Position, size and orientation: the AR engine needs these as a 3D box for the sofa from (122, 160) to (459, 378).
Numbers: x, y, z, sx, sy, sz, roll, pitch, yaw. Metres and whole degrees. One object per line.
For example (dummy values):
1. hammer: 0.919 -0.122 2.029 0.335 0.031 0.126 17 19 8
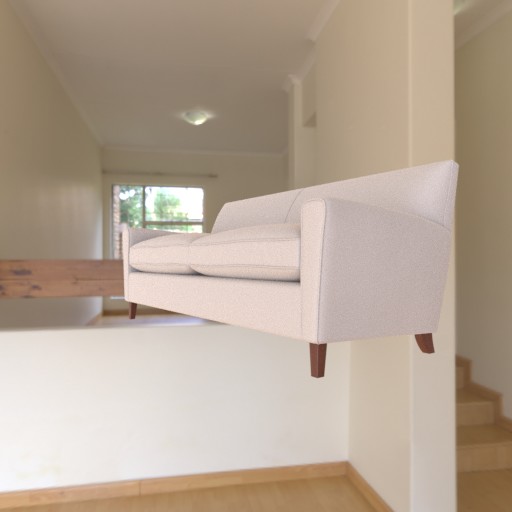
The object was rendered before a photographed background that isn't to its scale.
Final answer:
1. sofa: 0.000 0.000 2.495 0.875 0.846 2.000 0 0 -36
